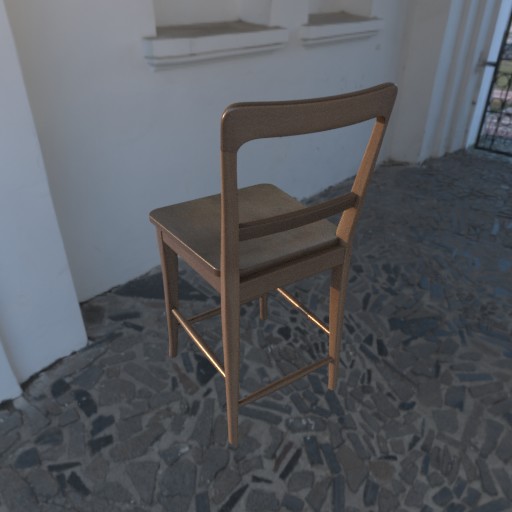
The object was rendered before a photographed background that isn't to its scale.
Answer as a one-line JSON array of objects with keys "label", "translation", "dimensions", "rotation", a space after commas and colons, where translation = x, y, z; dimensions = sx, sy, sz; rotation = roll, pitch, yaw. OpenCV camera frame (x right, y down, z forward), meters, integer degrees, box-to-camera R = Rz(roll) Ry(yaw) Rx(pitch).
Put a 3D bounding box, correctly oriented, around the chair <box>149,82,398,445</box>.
[{"label": "chair", "translation": [0.000, 0.000, 1.294], "dimensions": [0.450, 0.991, 0.546], "rotation": [-18, 35, -27]}]
